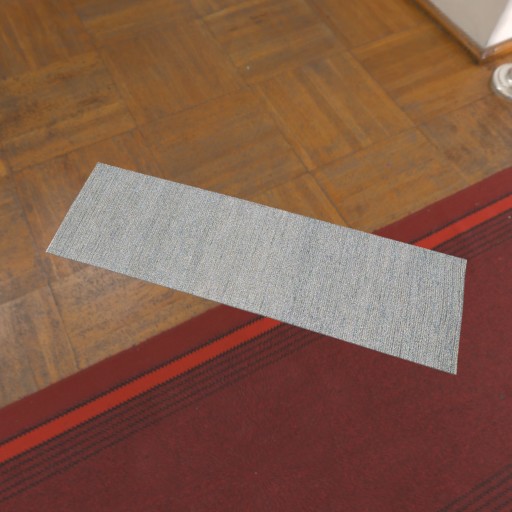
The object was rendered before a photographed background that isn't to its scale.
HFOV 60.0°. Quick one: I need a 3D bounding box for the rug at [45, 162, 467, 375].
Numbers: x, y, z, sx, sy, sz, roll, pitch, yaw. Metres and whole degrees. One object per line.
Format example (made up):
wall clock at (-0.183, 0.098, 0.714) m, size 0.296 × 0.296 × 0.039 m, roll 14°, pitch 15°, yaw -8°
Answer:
rug at (0.000, 0.000, 2.540) m, size 2.341 × 0.037 × 0.675 m, roll 16°, pitch 65°, yaw 8°
